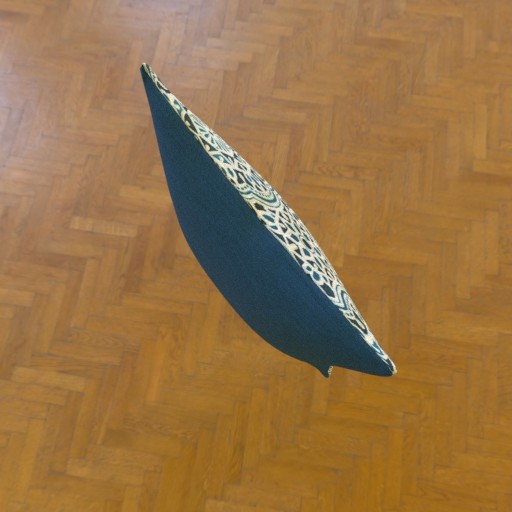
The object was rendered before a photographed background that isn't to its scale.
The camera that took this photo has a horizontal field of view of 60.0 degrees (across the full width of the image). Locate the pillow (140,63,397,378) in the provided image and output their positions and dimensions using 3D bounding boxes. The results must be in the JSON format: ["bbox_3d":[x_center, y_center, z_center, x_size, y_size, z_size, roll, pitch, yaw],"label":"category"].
[{"bbox_3d":[0.000,0.000,0.662,0.145,0.420,0.440,-37,78,-9],"label":"pillow"}]
